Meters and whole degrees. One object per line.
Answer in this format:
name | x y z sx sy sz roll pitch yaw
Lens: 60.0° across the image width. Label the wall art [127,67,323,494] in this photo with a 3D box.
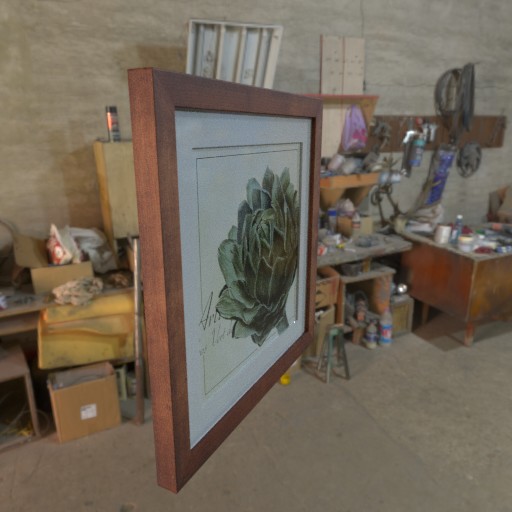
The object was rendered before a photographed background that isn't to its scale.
wall art | 0.000 0.000 0.806 0.037 0.572 0.554 8 18 27
